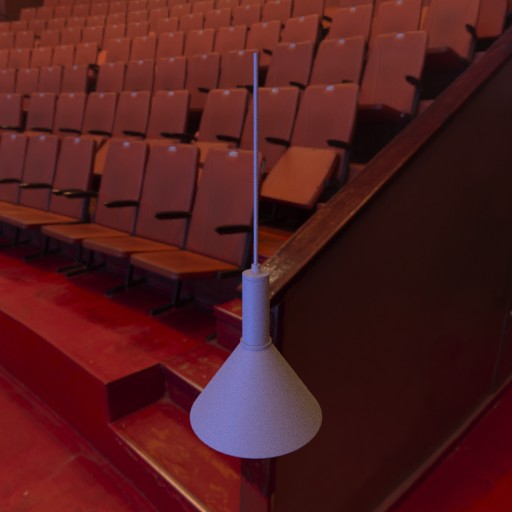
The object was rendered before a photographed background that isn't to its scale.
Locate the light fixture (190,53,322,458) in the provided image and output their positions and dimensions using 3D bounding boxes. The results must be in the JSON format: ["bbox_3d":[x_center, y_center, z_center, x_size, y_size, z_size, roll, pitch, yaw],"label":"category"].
[{"bbox_3d":[0.000,0.000,0.812,0.267,0.683,0.267,-16,23,-43],"label":"light fixture"}]
